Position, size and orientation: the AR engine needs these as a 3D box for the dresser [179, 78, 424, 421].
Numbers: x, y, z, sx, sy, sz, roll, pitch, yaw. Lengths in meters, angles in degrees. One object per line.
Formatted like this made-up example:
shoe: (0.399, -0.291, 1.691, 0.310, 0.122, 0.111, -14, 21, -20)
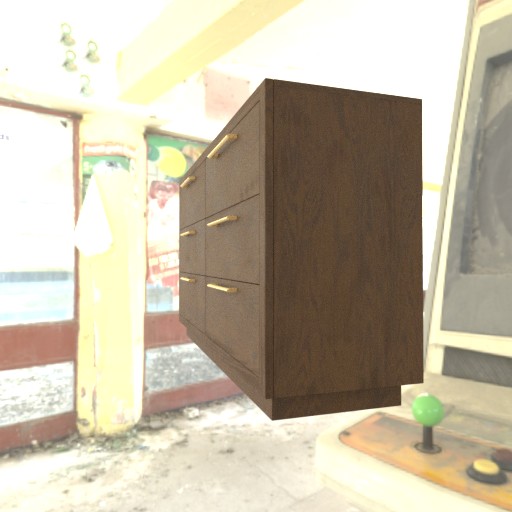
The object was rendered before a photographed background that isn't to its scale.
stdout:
dresser: (0.000, 0.000, 1.912, 0.512, 0.889, 1.523, 0, -1, -18)
